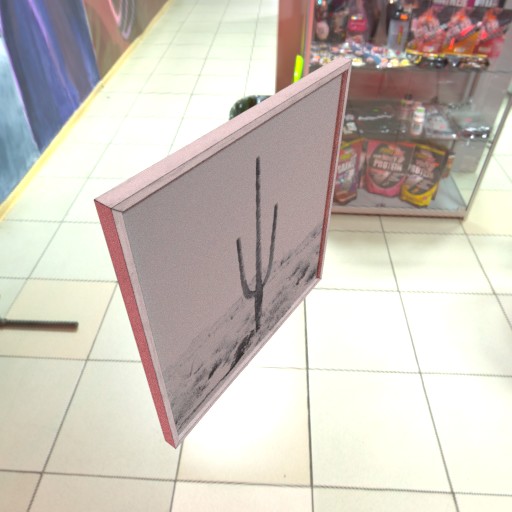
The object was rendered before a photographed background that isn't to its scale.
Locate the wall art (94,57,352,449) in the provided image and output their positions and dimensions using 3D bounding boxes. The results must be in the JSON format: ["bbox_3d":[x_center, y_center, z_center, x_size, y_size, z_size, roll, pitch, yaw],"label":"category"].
[{"bbox_3d":[0.000,0.000,1.124,0.038,0.762,0.762,26,48,26],"label":"wall art"}]
